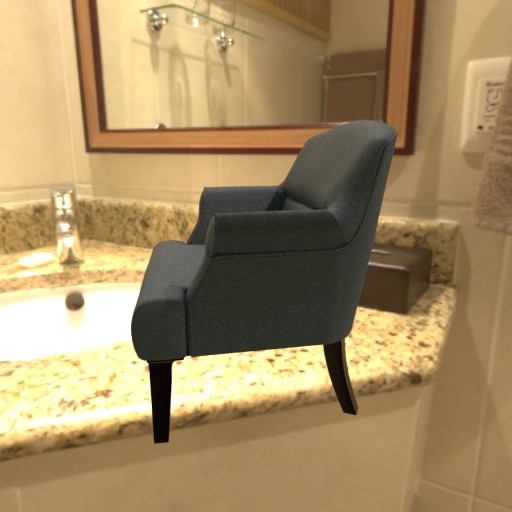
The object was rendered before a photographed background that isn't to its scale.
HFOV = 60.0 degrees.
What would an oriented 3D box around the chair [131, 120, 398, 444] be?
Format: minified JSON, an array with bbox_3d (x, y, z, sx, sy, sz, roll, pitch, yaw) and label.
[{"bbox_3d":[0.000,0.000,1.492,0.754,0.878,0.770,-2,15,-8],"label":"chair"}]
